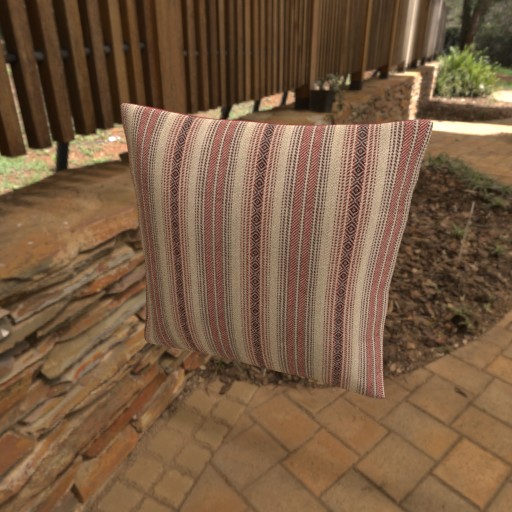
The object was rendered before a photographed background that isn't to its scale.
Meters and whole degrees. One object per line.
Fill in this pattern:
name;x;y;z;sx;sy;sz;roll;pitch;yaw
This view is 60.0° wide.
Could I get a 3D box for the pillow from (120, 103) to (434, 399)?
pillow;0.000;0.000;0.789;0.513;0.497;0.166;9;28;18
